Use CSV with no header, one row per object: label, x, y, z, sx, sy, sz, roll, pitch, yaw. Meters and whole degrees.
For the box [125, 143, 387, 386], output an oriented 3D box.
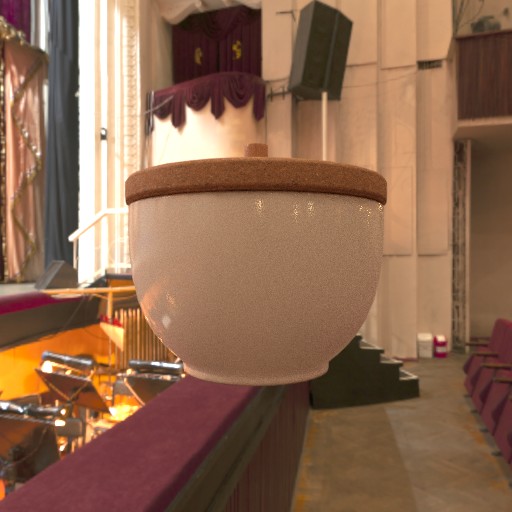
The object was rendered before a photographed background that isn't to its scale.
box,0.000,0.000,0.189,0.107,0.094,0.107,0,0,0
